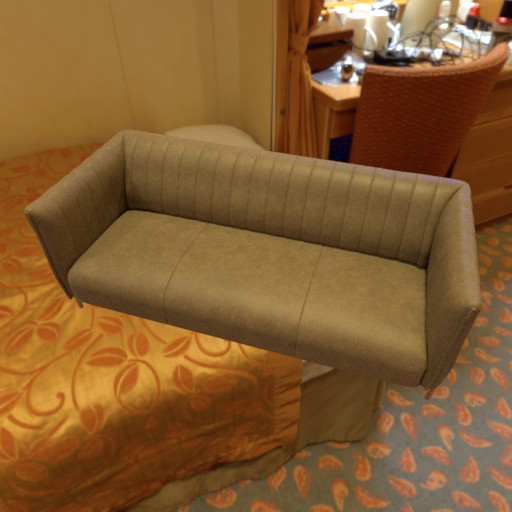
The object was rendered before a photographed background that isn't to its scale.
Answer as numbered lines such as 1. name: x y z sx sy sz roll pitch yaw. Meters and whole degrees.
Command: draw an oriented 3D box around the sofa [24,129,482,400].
1. sofa: 0.000 0.000 2.298 1.980 0.779 0.876 12 43 13
